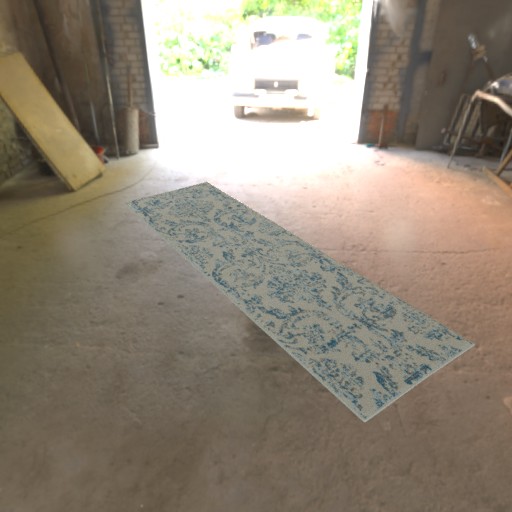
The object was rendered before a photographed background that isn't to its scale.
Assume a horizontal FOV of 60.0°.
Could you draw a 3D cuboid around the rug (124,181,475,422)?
[{"bbox_3d":[0.000,0.000,2.431,0.662,0.011,2.196,-20,37,-30],"label":"rug"}]
